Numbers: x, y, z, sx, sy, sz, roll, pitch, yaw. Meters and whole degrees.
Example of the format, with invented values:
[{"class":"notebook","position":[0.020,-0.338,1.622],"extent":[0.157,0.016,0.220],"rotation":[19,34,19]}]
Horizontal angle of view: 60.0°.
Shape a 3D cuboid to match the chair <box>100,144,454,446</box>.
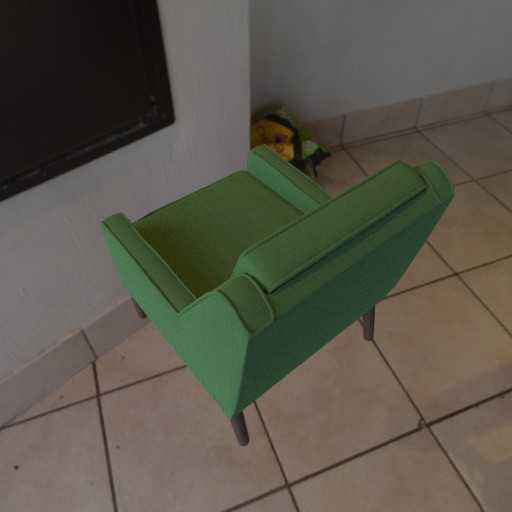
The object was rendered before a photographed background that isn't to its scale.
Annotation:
[{"class":"chair","position":[0.000,0.000,1.353],"extent":[0.663,0.792,0.743],"rotation":[-31,55,-26]}]
